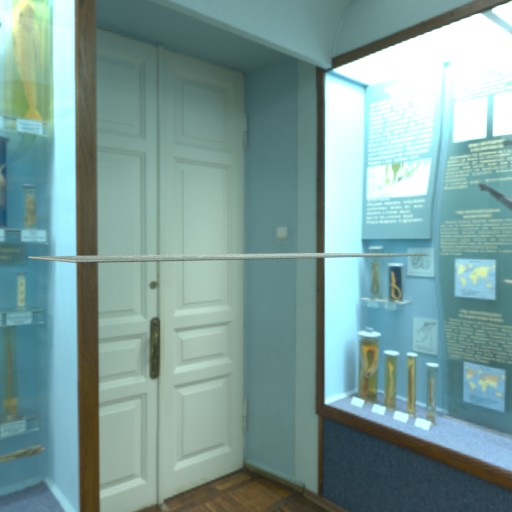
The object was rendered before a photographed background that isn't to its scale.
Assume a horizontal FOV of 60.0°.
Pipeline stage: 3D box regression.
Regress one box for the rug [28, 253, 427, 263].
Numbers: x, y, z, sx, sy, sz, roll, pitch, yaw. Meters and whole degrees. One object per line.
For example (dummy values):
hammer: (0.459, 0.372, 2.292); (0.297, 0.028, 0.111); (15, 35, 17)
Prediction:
rug: (0.000, 0.000, 2.741); (2.388, 0.012, 0.864); (-1, 1, -38)
